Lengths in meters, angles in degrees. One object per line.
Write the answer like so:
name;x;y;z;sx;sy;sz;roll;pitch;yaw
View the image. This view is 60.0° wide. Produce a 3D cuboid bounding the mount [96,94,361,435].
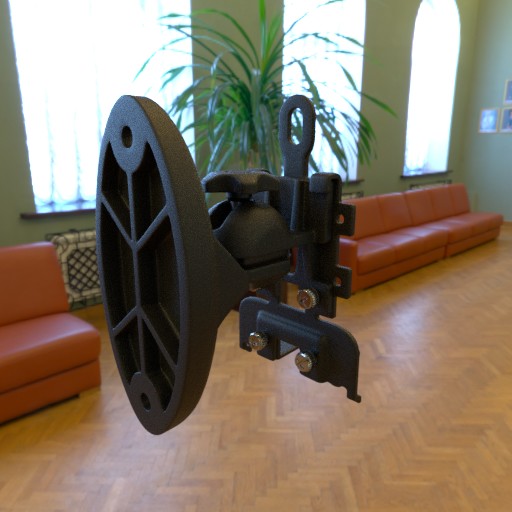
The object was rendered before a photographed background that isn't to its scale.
mount;0.000;0.000;0.167;0.100;0.118;0.066;-14;20;-43
